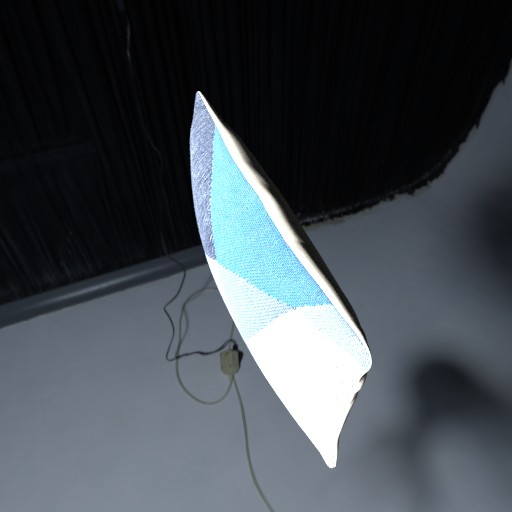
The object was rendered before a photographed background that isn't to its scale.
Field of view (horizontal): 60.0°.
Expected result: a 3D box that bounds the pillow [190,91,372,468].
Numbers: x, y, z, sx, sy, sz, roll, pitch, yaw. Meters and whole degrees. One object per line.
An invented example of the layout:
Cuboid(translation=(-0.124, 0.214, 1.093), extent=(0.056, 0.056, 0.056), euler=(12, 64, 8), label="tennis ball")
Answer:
Cuboid(translation=(0.000, 0.000, 0.724), extent=(0.148, 0.307, 0.604), euler=(-16, 49, -15), label="pillow")
